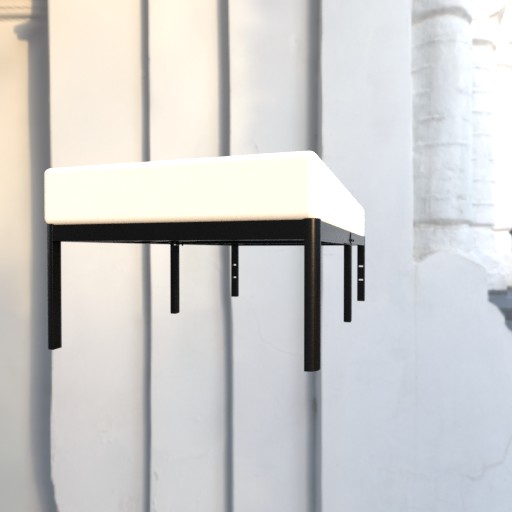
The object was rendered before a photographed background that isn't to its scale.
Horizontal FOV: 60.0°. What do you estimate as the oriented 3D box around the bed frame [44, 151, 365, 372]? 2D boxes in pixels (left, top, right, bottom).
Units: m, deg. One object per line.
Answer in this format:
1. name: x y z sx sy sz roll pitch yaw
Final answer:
1. bed frame: 0.000 0.000 2.381 1.023 0.659 1.950 0 1 18
